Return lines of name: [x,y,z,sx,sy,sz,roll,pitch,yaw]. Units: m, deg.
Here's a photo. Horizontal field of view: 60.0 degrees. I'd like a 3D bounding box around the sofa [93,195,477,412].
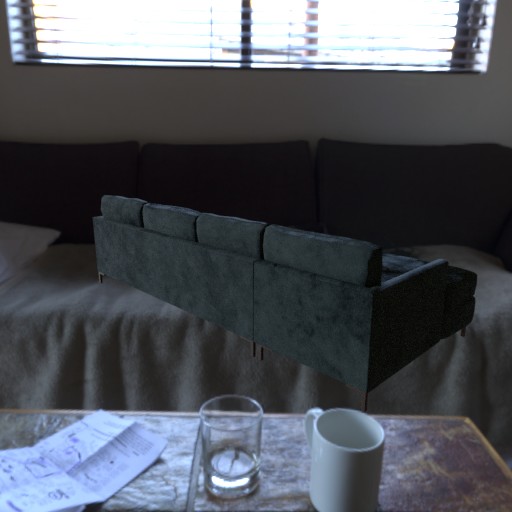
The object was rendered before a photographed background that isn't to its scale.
sofa: [0.000,0.000,4.062,1.500,0.967,3.400,-14,20,-43]
